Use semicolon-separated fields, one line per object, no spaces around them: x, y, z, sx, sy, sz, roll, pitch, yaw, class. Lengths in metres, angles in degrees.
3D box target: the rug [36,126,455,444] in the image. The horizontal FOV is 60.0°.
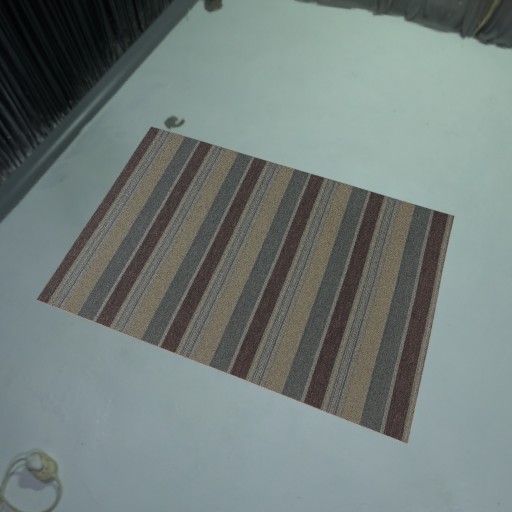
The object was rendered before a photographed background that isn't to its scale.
0.000;0.000;2.275;1.829;0.008;1.219;19;63;10;rug
